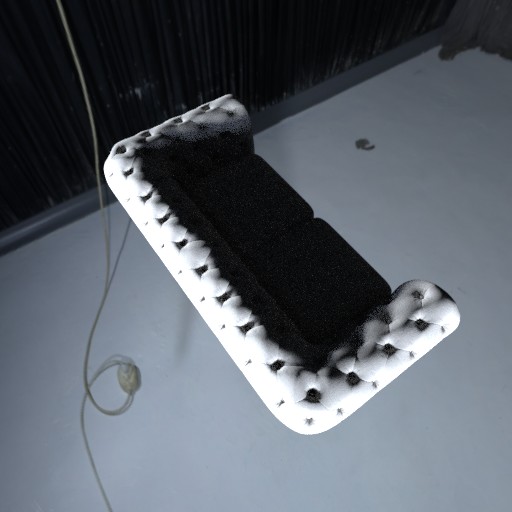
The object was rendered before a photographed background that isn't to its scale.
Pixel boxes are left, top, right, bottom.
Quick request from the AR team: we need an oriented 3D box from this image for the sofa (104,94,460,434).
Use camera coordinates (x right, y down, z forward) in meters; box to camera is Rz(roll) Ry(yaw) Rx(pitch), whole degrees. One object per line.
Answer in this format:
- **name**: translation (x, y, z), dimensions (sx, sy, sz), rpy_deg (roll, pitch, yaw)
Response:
- **sofa**: translation (0.000, 0.000, 2.579), dimensions (0.986, 0.764, 1.998), rpy_deg (-31, 63, -18)
